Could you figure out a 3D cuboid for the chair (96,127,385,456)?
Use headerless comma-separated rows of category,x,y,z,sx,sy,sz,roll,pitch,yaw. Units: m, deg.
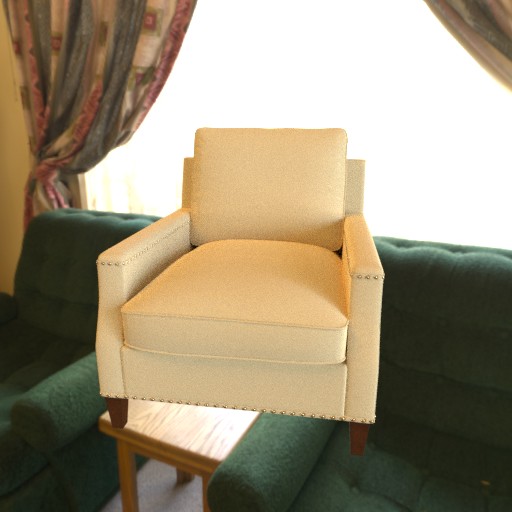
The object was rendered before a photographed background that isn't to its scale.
chair,0.000,0.000,1.686,0.853,0.943,1.014,3,16,9
